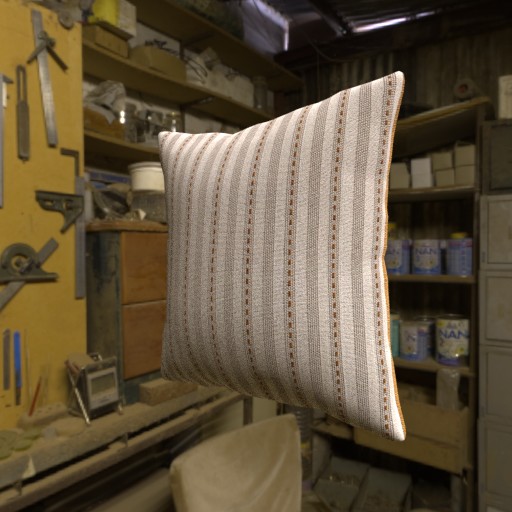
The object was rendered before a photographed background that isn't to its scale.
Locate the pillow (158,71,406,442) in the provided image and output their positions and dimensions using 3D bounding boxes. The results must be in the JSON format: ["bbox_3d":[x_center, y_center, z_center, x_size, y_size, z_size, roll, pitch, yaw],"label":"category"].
[{"bbox_3d":[0.000,0.000,0.644,0.432,0.437,0.147,1,1,36],"label":"pillow"}]
